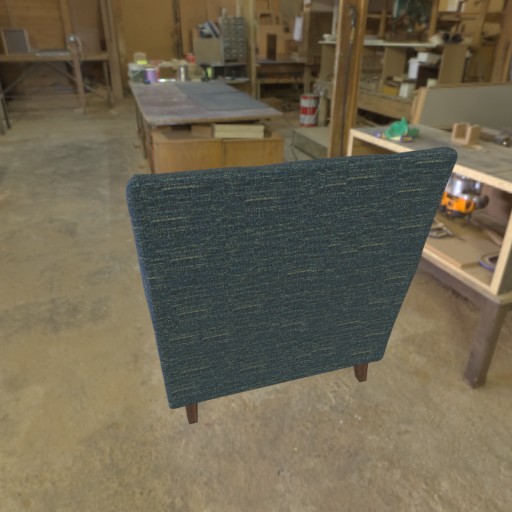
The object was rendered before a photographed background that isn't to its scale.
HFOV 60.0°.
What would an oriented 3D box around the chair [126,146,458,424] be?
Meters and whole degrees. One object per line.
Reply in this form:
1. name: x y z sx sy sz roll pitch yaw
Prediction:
1. chair: 0.000 0.000 1.631 0.864 0.928 0.873 -8 29 -16
